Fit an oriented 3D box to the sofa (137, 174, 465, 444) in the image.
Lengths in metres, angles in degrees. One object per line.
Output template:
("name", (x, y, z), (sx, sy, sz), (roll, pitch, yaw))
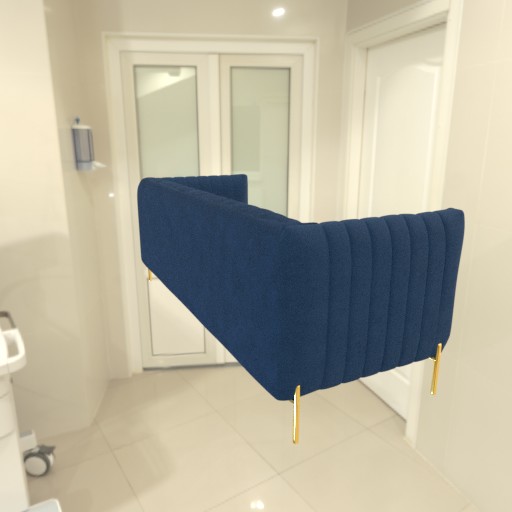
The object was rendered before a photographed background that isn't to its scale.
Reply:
("sofa", (0.000, 0.000, 2.548), (0.896, 0.793, 2.136), (-7, 17, -26))
